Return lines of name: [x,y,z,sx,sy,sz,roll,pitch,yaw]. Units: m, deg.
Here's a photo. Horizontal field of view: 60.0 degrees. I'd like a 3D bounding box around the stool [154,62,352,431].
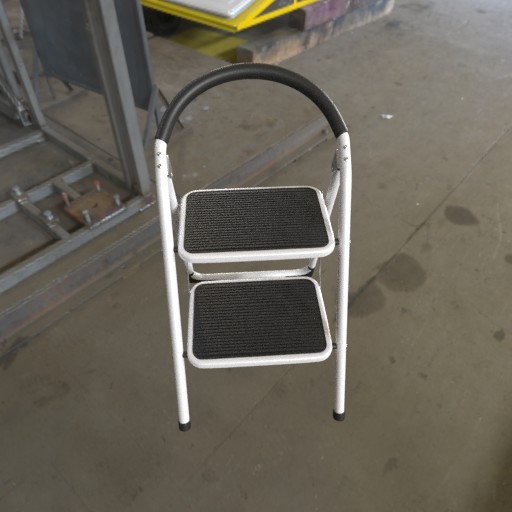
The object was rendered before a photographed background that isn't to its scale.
stool: [0.000,0.000,1.119,0.453,0.760,0.559,-3,45,-3]
